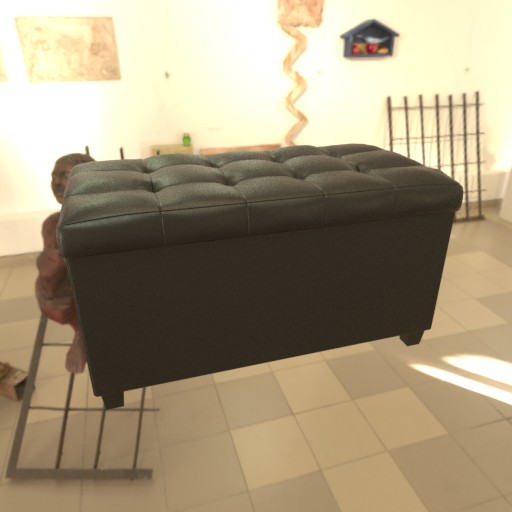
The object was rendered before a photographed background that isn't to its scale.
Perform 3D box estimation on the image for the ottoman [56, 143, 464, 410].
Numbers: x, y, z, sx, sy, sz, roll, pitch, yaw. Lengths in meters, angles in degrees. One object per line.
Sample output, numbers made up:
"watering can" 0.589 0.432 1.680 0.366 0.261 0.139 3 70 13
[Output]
"ottoman" 0.000 0.000 1.116 0.838 0.470 0.432 -8 27 -15
